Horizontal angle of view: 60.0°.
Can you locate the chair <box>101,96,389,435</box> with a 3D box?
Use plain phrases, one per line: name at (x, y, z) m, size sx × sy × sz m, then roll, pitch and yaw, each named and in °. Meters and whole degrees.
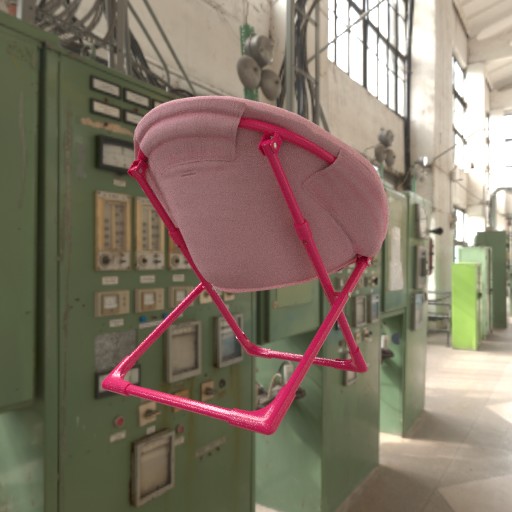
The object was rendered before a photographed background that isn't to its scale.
chair at (0.000, 0.000, 0.886) m, size 0.522 × 0.494 × 0.459 m, roll -1°, pitch -1°, yaw 36°
